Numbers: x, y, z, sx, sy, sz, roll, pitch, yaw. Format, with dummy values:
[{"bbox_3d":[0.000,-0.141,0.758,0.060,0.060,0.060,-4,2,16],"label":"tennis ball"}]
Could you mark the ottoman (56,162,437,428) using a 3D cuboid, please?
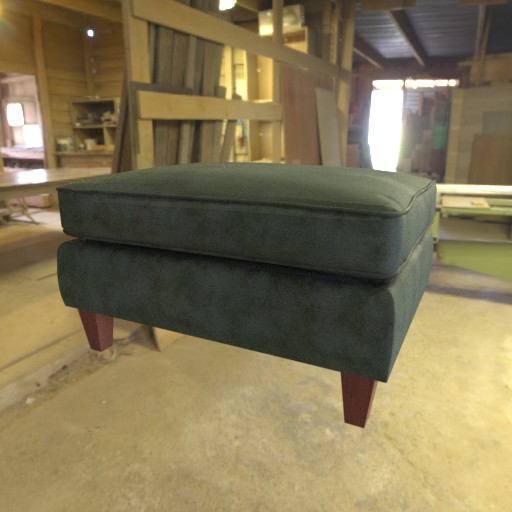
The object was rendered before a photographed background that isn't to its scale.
[{"bbox_3d":[0.000,0.000,1.230,0.864,0.495,0.632,8,17,26],"label":"ottoman"}]
